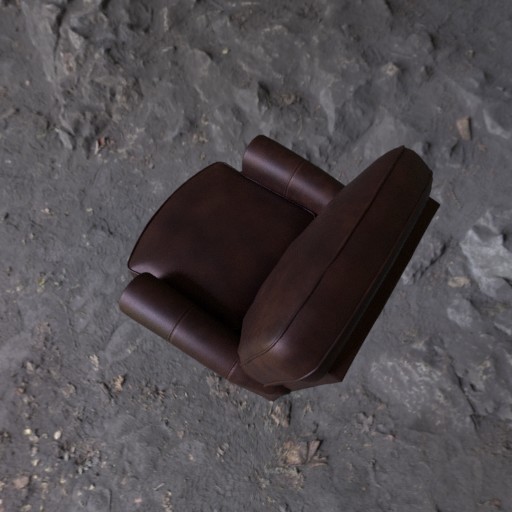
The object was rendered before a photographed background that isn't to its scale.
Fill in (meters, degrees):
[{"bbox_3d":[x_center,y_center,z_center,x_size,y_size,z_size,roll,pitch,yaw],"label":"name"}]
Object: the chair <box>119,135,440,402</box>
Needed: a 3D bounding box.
[{"bbox_3d":[0.000,0.000,1.724,0.986,1.018,0.936,30,67,15],"label":"chair"}]
